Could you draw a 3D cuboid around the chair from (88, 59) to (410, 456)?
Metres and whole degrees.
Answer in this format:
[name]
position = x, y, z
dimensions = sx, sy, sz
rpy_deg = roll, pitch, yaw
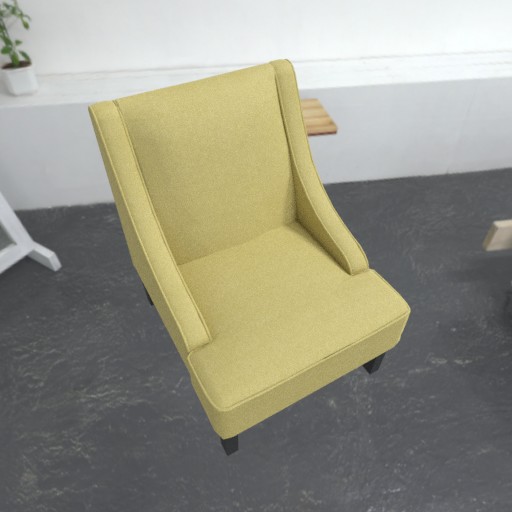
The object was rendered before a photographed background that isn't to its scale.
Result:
[chair]
position = 0.000, 0.000, 1.468
dimensions = 0.696, 0.896, 0.814
rpy_deg = -22, 50, -20
